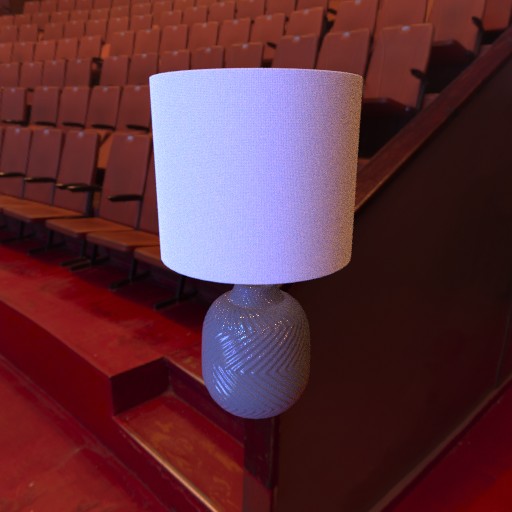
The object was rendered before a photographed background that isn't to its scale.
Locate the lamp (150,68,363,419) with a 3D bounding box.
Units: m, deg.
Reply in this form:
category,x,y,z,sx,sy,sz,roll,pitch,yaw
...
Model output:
category,x,y,z,sx,sy,sz,roll,pitch,yaw
lamp,0.000,0.000,0.493,0.207,0.366,0.207,-16,23,-42
